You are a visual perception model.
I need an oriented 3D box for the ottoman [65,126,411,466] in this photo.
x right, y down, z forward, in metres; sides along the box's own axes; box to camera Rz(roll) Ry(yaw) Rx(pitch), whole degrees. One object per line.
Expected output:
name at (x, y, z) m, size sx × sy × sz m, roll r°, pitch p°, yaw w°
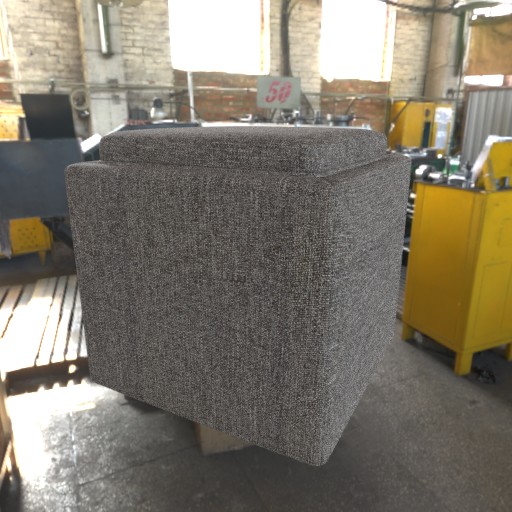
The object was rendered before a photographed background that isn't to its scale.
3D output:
ottoman at (0.000, 0.000, 0.820) m, size 0.450 × 0.460 × 0.450 m, roll 9°, pitch 19°, yaw 27°
